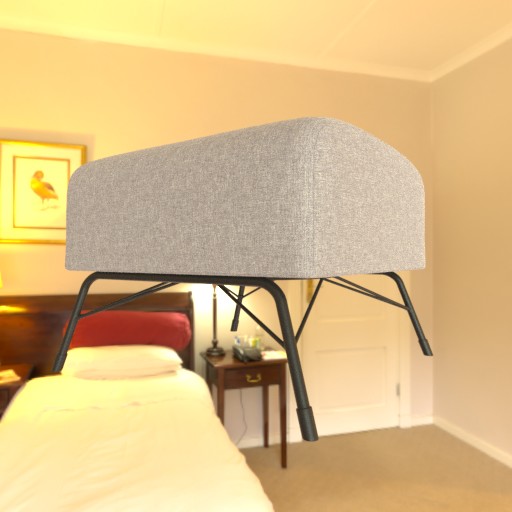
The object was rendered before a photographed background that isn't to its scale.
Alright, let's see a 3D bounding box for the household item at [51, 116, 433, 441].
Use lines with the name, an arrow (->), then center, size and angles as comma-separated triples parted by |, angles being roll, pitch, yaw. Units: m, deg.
household item -> 0.000, 0.000, 0.855 | 0.530, 0.410, 0.530 | 0, 0, 35
